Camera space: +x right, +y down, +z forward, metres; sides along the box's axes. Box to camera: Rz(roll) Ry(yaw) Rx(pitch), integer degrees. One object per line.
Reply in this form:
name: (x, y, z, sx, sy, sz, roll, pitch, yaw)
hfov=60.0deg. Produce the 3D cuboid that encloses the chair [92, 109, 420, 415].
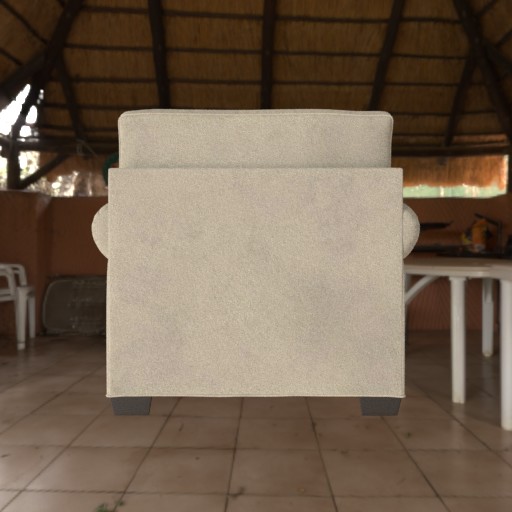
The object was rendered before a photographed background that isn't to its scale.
chair: (0.000, 0.000, 1.894, 1.147, 1.044, 0.939, 0, 0, 0)
